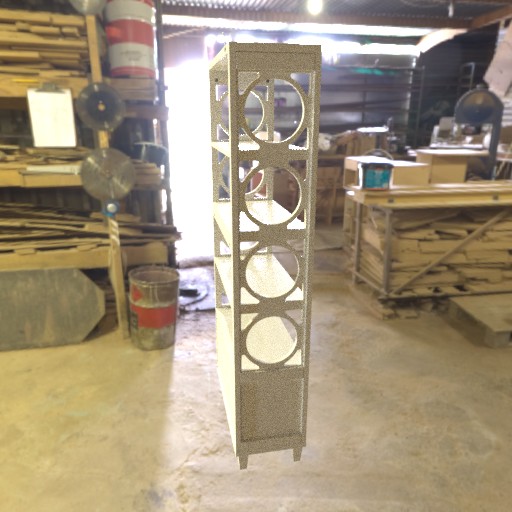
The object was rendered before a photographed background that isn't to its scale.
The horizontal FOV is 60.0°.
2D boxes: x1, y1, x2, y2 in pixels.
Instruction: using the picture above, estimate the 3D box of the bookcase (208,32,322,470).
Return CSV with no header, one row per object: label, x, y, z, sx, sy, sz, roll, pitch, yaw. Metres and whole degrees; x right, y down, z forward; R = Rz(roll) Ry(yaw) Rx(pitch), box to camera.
bookcase,0.000,0.000,2.161,0.361,1.869,0.761,-3,18,-11
